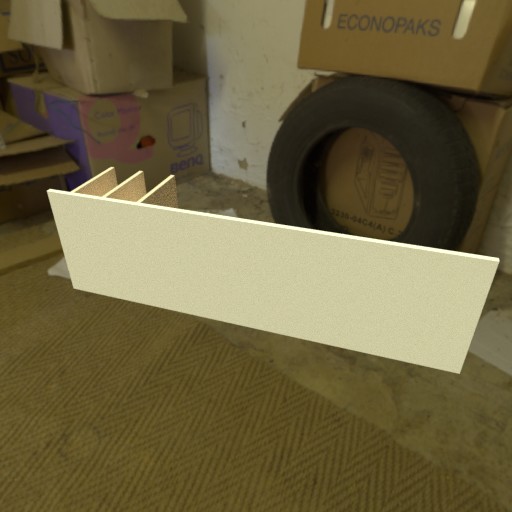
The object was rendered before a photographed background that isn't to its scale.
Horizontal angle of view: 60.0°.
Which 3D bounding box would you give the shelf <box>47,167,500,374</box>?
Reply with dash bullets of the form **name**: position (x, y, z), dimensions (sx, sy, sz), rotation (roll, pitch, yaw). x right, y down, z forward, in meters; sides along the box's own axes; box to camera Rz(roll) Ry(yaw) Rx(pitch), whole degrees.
- **shelf**: position (0.000, 0.000, 1.119), dimensions (1.020, 0.300, 0.200), rotation (10, 34, 15)
